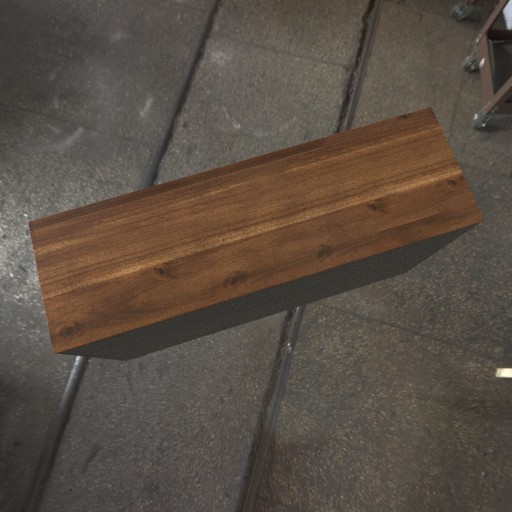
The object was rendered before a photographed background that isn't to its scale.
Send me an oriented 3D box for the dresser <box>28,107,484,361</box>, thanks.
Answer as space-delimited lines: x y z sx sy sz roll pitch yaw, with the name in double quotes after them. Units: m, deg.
0.000 0.000 1.841 1.387 0.892 0.438 -17 76 -4 "dresser"
